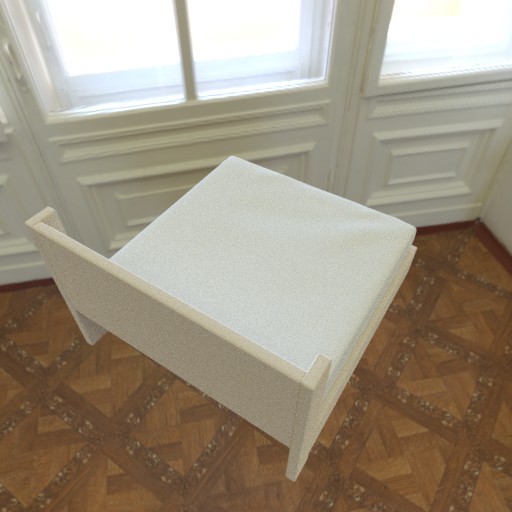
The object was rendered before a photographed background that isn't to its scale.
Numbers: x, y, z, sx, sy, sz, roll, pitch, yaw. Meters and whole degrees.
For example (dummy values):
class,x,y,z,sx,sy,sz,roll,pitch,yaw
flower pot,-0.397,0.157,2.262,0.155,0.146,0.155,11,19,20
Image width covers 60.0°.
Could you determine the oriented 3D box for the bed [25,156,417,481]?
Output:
class,x,y,z,sx,sy,sz,roll,pitch,yaw
bed,0.000,0.000,3.678,2.145,1.471,2.293,26,52,22
